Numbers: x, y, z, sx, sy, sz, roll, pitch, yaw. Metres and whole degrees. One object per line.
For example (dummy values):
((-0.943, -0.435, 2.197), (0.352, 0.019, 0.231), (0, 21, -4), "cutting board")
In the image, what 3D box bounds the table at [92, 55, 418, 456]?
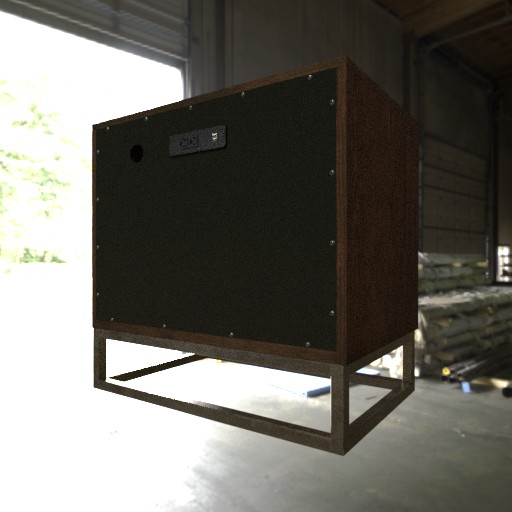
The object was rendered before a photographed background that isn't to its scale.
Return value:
((0.000, 0.000, 1.253), (0.767, 0.746, 0.542), (0, 0, 34), "table")
